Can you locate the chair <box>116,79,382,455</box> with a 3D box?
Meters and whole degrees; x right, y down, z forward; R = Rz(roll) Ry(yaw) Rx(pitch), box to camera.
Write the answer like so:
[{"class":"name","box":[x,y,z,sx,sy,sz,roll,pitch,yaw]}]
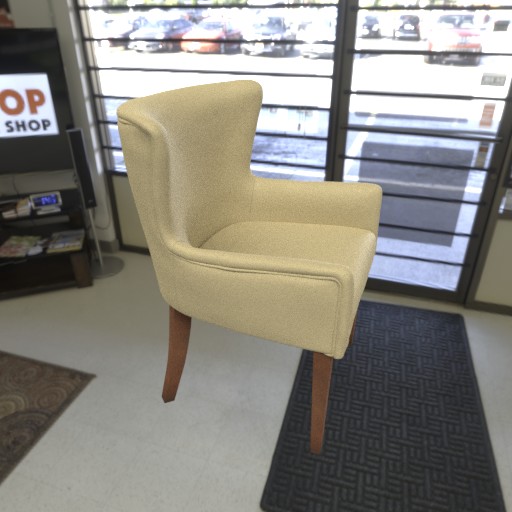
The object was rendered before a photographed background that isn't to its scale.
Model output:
[{"class":"chair","box":[0.000,0.000,1.390,0.686,0.952,0.660,11,31,18]}]
